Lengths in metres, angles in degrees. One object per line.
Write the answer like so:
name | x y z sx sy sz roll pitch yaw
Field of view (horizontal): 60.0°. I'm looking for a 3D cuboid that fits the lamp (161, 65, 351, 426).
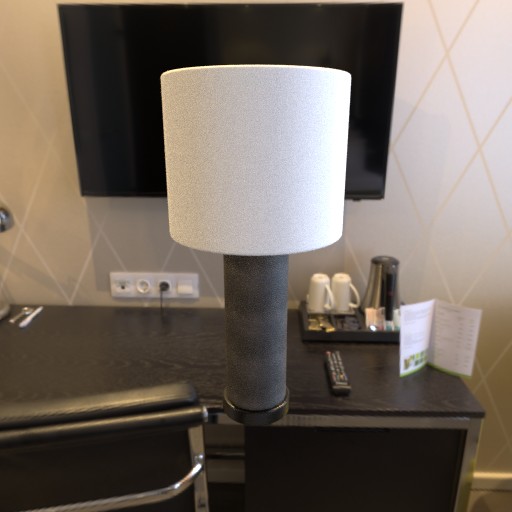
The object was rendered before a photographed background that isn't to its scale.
lamp | 0.000 0.000 0.814 0.305 0.634 0.305 -9 19 -27
